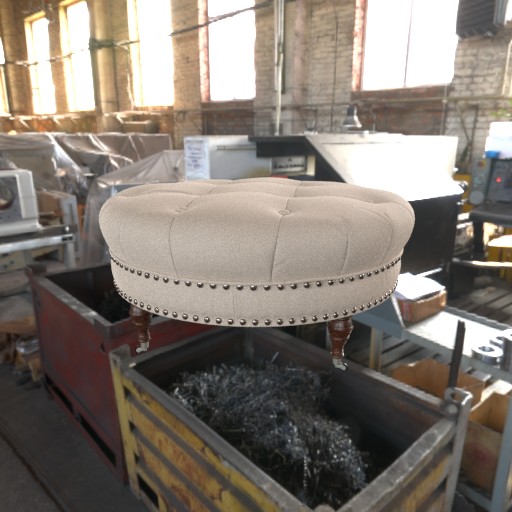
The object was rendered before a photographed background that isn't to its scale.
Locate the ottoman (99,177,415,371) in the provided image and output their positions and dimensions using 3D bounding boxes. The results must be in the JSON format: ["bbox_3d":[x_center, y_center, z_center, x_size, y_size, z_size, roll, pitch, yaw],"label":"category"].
[{"bbox_3d":[0.000,0.000,1.368,0.901,0.439,0.901,0,16,0],"label":"ottoman"}]
